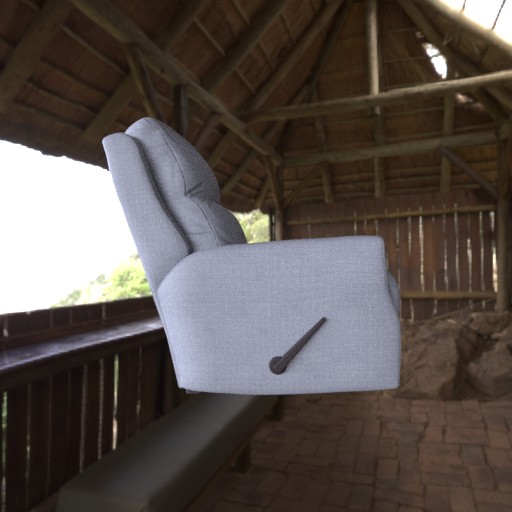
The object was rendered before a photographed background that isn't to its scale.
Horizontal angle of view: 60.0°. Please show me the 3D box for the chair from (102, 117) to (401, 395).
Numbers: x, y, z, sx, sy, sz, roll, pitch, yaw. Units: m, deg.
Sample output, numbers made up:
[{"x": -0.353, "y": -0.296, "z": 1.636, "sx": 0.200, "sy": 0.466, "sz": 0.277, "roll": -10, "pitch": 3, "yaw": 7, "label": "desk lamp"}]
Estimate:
[{"x": 0.000, "y": 0.000, "z": 1.863, "sx": 1.080, "sy": 1.030, "sz": 0.829, "roll": 0, "pitch": 1, "yaw": -2, "label": "chair"}]
